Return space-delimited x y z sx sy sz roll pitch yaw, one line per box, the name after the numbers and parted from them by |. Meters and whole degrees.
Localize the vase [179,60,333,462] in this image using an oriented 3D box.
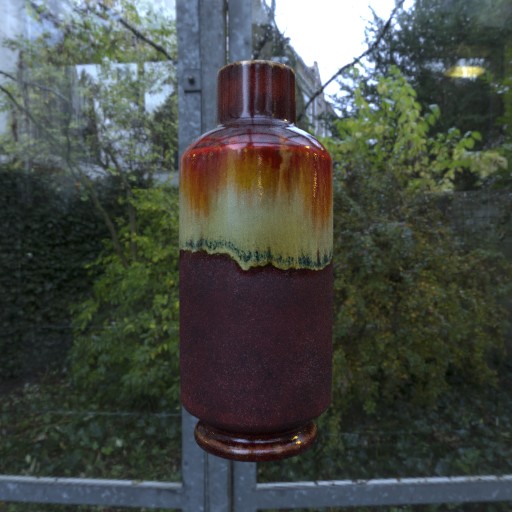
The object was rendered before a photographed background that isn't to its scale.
0.000 0.000 0.323 0.111 0.261 0.111 0 1 0 | vase
